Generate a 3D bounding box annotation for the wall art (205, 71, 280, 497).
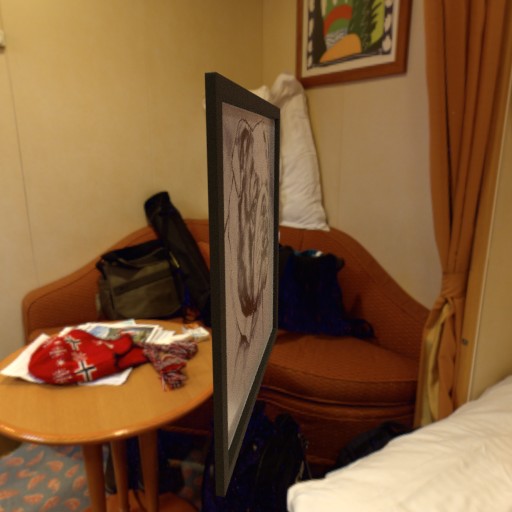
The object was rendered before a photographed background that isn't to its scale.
[{"bbox_3d":[0.000,0.000,0.969,0.016,0.659,0.663,3,15,10],"label":"wall art"}]
